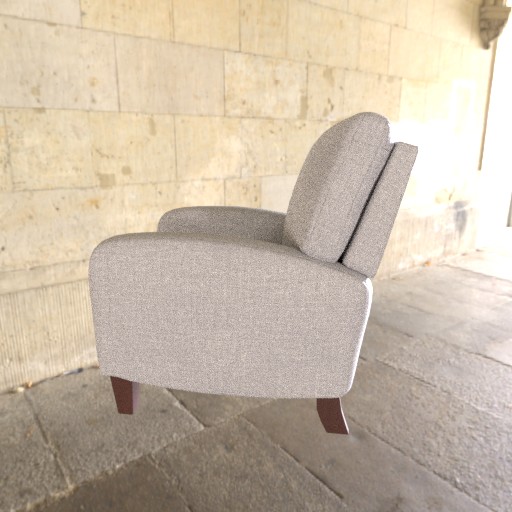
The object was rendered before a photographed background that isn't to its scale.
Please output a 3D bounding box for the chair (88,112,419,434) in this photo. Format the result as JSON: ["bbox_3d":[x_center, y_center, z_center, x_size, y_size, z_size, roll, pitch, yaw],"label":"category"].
[{"bbox_3d":[0.000,0.000,1.656,0.990,0.990,0.762,2,15,8],"label":"chair"}]
